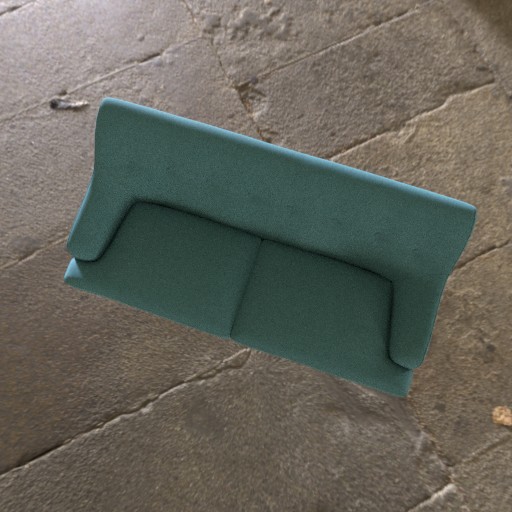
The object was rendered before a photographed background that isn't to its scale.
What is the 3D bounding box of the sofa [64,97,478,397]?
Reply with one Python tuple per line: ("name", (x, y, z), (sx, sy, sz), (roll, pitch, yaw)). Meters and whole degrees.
("sofa", (0.000, 0.000, 2.516), (2.057, 0.871, 0.978), (18, 76, 4))
